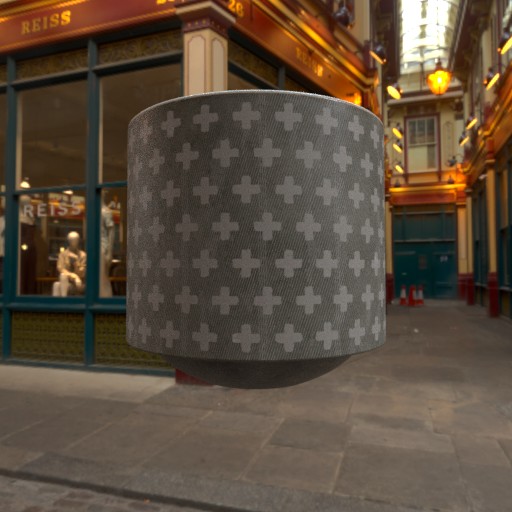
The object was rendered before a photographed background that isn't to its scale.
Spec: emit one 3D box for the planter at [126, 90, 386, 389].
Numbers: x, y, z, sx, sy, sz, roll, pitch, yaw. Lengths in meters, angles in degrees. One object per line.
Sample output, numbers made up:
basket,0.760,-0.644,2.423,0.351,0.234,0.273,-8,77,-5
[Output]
planter,0.000,0.000,0.447,0.250,0.239,0.250,0,-1,0
